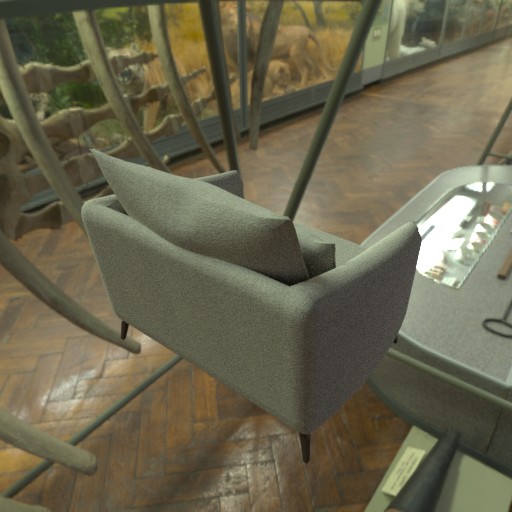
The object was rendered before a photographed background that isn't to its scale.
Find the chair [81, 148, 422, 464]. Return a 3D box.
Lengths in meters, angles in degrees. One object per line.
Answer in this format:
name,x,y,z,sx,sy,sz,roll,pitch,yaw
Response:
chair,0.000,0.000,1.653,1.029,0.856,0.801,22,38,32
